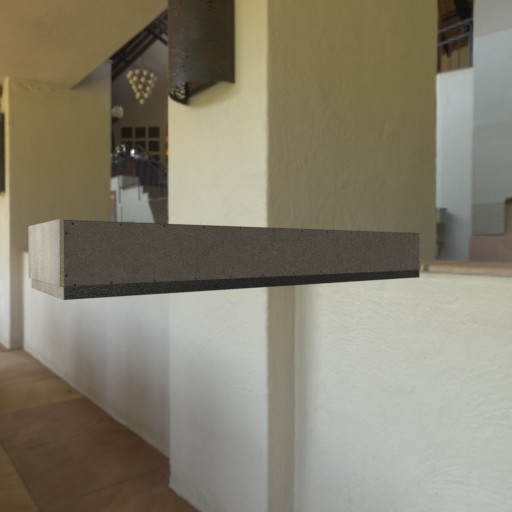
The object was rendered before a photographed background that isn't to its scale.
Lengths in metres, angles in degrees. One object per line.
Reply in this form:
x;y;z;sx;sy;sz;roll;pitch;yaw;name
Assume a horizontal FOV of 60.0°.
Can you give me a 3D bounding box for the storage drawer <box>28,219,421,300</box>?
0.000;0.000;2.342;2.072;0.274;0.591;-1;1;-36;storage drawer
